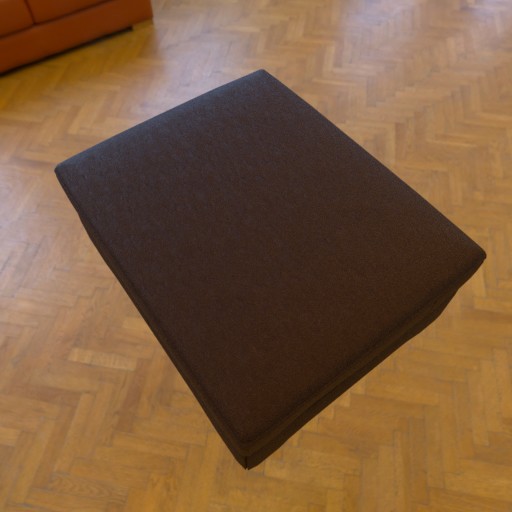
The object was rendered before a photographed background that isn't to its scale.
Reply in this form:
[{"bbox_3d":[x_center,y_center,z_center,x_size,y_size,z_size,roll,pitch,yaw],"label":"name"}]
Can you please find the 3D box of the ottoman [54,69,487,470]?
[{"bbox_3d":[0.000,0.000,1.738,0.967,0.730,1.187,-32,63,-19],"label":"ottoman"}]
